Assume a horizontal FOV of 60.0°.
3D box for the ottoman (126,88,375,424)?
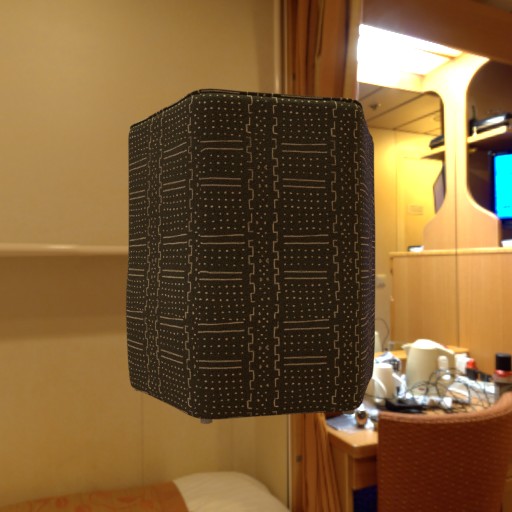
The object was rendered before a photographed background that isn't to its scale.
[{"bbox_3d":[0.000,0.000,0.874,0.443,0.502,0.494,0,-1,20],"label":"ottoman"}]
